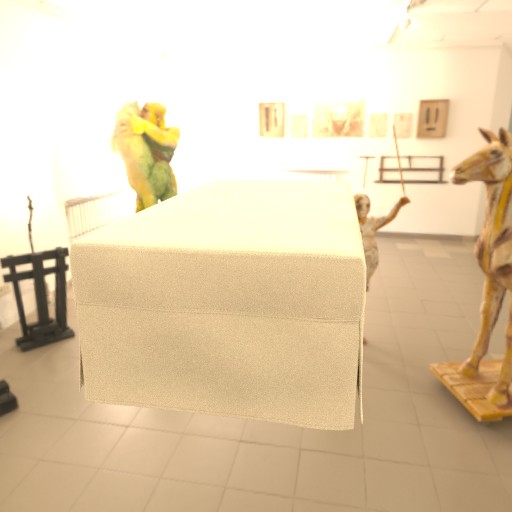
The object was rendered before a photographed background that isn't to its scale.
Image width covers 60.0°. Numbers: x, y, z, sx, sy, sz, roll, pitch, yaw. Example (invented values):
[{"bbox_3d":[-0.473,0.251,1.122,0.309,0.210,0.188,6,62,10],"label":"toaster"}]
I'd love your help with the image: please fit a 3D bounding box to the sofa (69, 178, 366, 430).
[{"bbox_3d":[0.000,0.000,2.075,0.939,0.552,1.677,3,17,10],"label":"sofa"}]
